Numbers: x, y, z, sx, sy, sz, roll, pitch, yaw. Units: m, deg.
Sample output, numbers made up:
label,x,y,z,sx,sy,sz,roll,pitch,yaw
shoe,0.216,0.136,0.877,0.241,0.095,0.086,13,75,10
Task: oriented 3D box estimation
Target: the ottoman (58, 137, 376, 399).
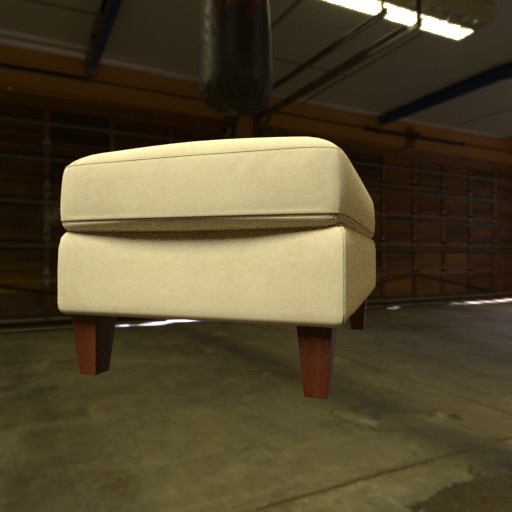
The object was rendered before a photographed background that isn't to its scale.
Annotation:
label,x,y,z,sx,sy,sz,roll,pitch,yaw
ottoman,0.000,0.000,1.195,0.584,0.483,0.864,0,0,18
